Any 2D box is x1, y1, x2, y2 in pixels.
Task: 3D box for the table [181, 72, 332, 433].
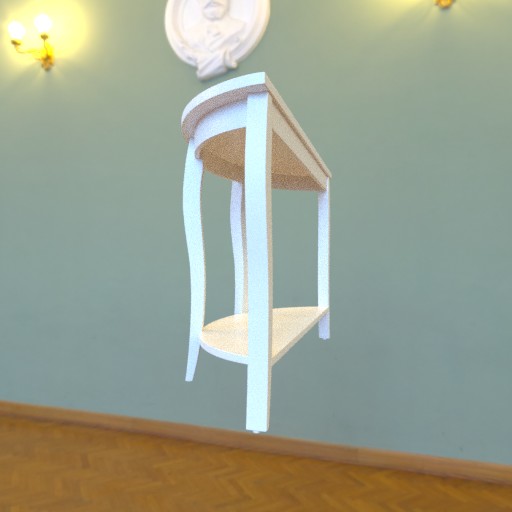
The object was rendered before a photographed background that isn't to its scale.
[{"bbox_3d":[0.000,0.000,1.578,0.394,0.780,1.219,0,0,16],"label":"table"}]
